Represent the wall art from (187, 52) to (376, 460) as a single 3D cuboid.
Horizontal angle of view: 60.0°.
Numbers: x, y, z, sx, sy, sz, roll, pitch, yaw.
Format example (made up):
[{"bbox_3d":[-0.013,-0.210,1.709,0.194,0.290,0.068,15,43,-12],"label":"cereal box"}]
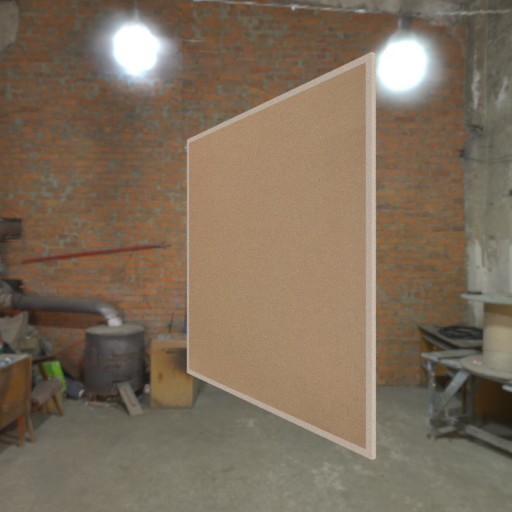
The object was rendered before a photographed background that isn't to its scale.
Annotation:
[{"bbox_3d":[0.000,0.000,1.212,0.012,0.809,0.809,0,0,-35],"label":"wall art"}]
